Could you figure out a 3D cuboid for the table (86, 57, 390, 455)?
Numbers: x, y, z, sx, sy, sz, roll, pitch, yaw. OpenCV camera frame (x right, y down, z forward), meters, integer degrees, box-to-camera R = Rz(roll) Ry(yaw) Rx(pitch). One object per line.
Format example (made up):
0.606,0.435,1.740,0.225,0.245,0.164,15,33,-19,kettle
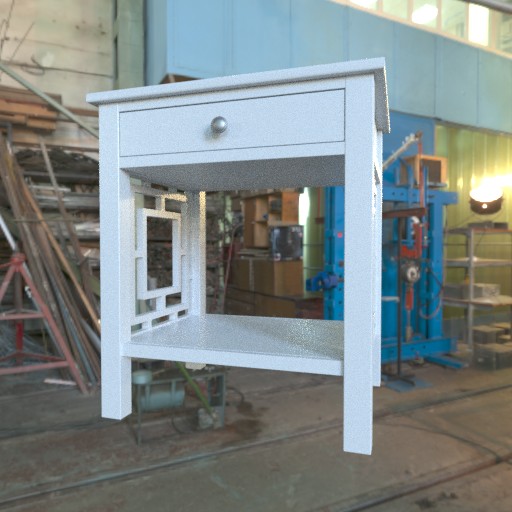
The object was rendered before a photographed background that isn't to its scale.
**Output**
0.000,0.000,0.997,0.564,0.646,0.451,0,2,18,table
